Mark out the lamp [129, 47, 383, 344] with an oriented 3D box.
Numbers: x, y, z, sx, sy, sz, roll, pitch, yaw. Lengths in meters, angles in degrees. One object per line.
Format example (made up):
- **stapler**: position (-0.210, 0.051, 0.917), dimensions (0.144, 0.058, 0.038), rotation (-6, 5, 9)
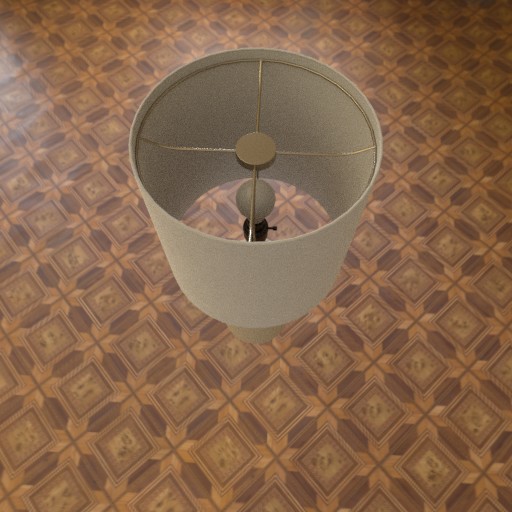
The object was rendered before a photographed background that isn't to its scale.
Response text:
- **lamp**: position (0.000, 0.000, 0.598), dimensions (0.220, 0.475, 0.220), rotation (15, 64, 7)
